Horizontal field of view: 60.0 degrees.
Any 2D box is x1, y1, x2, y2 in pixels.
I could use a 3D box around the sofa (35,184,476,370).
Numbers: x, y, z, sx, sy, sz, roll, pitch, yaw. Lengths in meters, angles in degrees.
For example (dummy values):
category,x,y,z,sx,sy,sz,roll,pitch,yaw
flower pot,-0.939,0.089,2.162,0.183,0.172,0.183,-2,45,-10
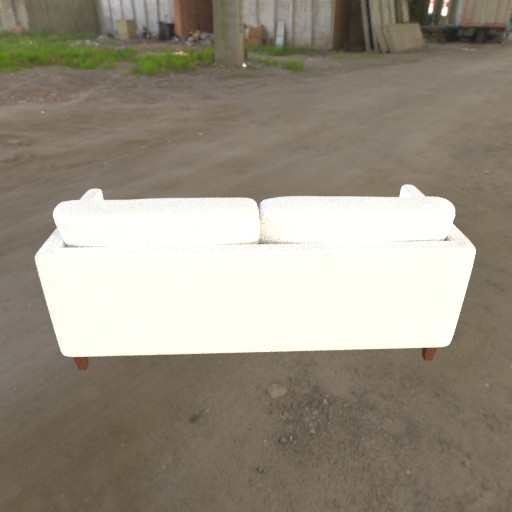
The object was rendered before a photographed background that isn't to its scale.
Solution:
category,x,y,z,sx,sy,sz,roll,pitch,yaw
sofa,0.000,0.000,2.619,2.139,0.933,0.924,-1,29,-2
